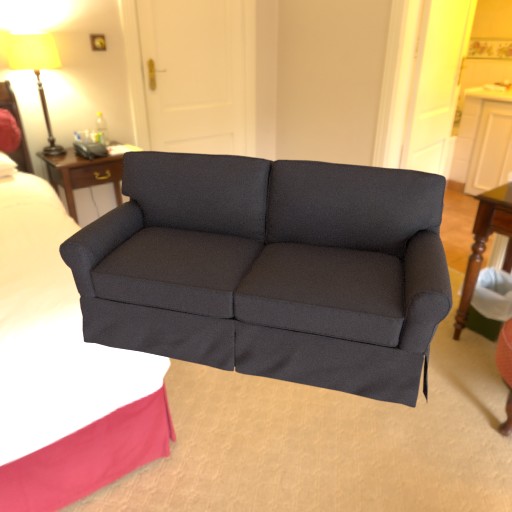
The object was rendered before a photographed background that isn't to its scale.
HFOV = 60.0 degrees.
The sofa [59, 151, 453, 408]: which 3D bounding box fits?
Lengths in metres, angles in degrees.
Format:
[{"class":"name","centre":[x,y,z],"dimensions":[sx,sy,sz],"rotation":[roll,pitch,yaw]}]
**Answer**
[{"class":"sofa","centre":[0.000,0.000,2.814],"dimensions":[2.256,1.094,0.983],"rotation":[7,28,14]}]
